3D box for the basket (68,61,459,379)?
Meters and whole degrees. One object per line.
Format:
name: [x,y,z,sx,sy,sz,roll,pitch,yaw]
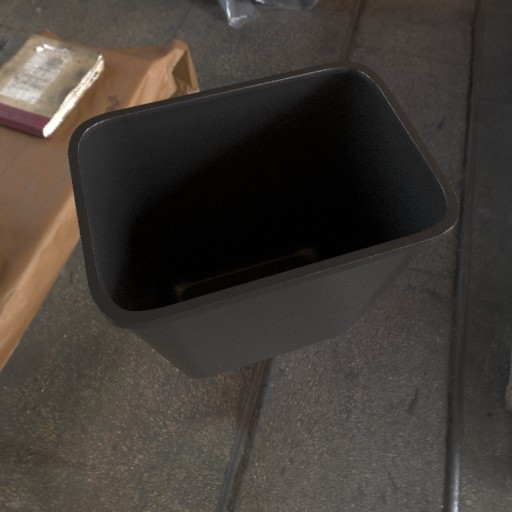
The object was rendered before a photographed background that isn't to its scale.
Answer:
basket: [0.000,0.000,0.507,0.300,0.307,0.211,-16,63,-8]
